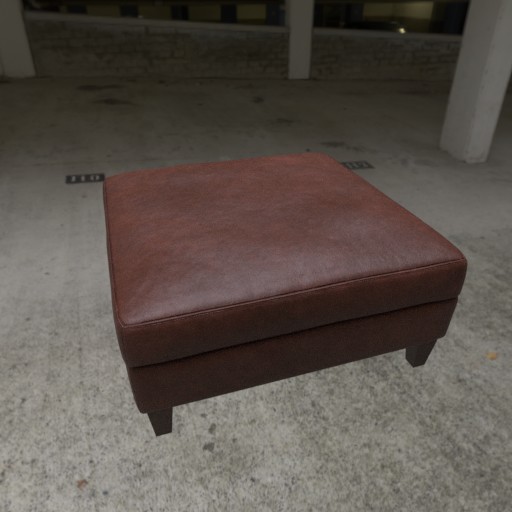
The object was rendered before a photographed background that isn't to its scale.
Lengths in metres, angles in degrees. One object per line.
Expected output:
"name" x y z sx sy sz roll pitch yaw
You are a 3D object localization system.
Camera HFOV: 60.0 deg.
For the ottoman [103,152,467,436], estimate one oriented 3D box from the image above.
"ottoman" 0.000 0.000 1.345 0.836 0.415 0.844 -10 33 -15
